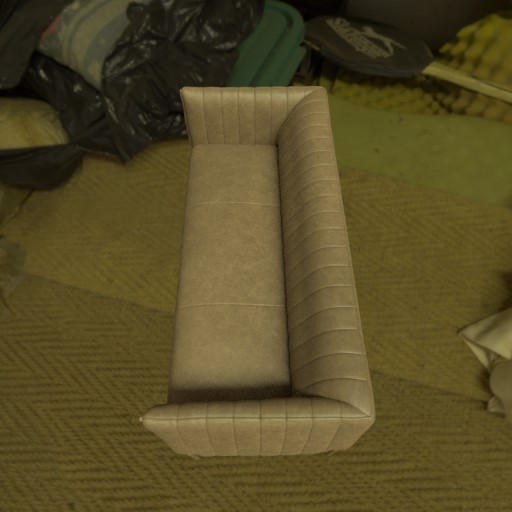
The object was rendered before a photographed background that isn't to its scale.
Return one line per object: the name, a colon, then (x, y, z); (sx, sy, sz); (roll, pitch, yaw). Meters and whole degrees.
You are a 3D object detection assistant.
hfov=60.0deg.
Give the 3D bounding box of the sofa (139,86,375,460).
sofa: (0.000, 0.000, 2.424); (0.876, 0.779, 1.980); (-1, 58, 0)
